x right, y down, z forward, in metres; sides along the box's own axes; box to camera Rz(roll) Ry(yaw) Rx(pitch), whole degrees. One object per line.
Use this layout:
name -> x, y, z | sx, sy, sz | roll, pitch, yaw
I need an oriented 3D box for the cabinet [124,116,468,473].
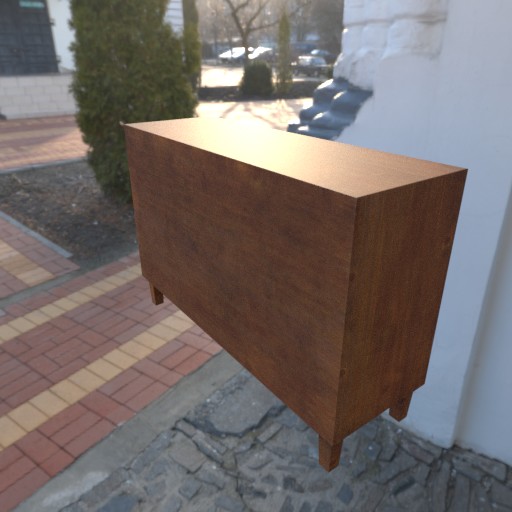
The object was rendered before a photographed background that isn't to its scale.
cabinet -> 0.000, 0.000, 1.581 | 0.403, 0.805, 1.204 | -17, 30, -33
